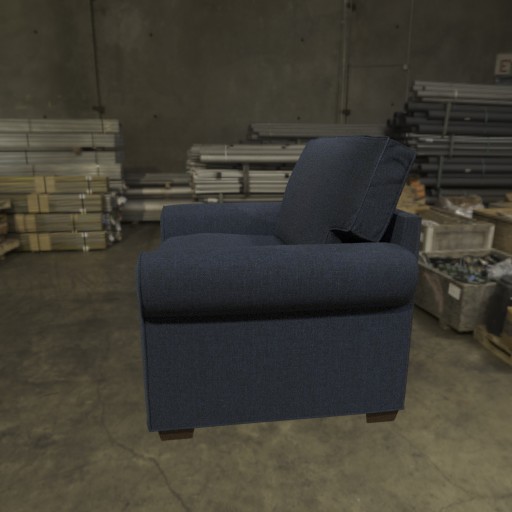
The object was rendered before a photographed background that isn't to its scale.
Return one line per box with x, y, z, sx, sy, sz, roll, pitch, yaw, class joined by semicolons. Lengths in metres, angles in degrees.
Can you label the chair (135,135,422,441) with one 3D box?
0.000;0.000;1.994;0.963;1.044;1.285;-2;14;-8;chair
